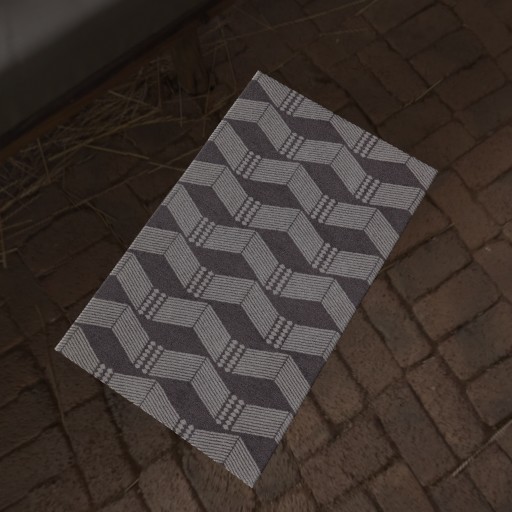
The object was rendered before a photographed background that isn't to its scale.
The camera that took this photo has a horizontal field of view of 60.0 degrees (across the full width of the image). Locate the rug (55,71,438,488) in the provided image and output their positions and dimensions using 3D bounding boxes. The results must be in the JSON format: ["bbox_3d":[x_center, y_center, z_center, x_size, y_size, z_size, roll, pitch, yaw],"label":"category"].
[{"bbox_3d":[0.000,0.000,2.996,1.517,0.011,2.435,32,78,7],"label":"rug"}]
